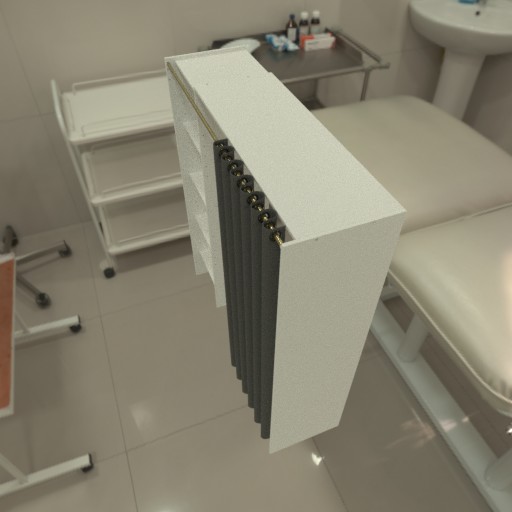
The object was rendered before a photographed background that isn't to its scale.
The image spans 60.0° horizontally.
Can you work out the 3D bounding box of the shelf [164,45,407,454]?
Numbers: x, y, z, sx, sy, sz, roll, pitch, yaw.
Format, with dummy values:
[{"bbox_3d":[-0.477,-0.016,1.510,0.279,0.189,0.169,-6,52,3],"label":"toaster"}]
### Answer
[{"bbox_3d":[0.000,0.000,2.653,0.500,1.810,1.600,-16,48,-15],"label":"shelf"}]
